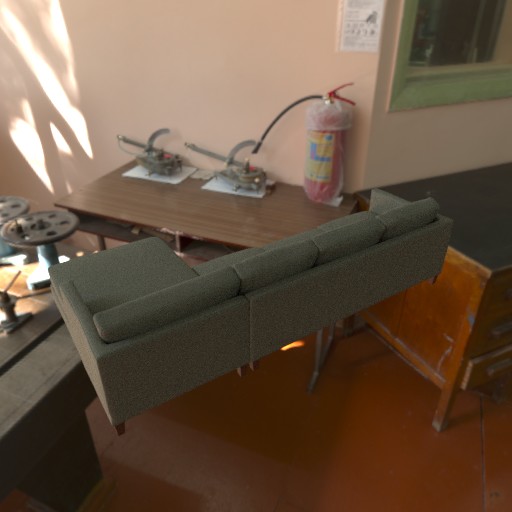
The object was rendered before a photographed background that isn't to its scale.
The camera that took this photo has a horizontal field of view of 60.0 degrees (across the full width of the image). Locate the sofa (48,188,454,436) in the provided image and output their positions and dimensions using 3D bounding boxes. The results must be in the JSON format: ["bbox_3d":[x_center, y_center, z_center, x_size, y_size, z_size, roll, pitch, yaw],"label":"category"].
[{"bbox_3d":[0.000,0.000,3.892,3.186,0.861,1.625,-19,36,-28],"label":"sofa"}]
